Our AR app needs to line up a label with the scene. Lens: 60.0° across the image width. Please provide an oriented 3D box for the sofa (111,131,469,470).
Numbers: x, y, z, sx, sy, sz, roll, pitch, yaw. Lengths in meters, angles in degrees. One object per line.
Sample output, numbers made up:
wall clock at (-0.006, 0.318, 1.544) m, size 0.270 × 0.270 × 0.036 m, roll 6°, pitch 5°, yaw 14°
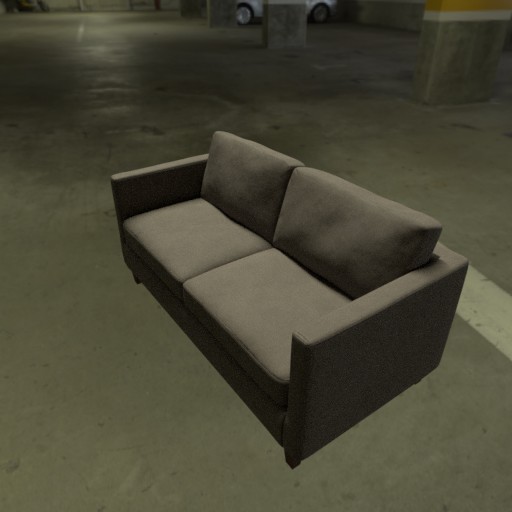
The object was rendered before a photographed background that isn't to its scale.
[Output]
sofa at (0.000, 0.000, 2.441) m, size 0.950 × 0.963 × 1.884 m, roll -20°, pitch 37°, yaw -30°
